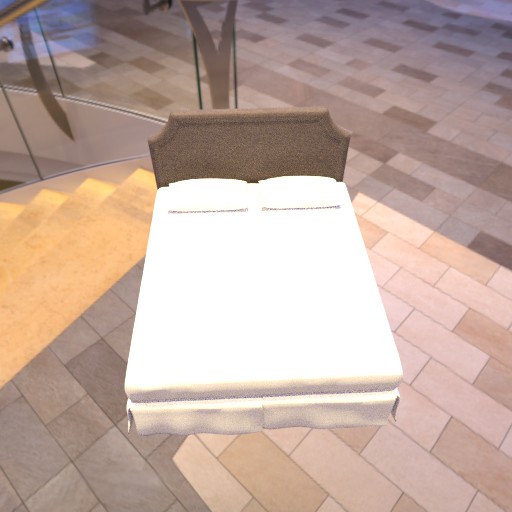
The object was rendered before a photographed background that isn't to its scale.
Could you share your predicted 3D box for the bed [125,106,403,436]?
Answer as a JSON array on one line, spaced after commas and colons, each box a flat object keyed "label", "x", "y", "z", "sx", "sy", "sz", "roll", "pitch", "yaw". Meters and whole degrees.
[{"label": "bed", "x": 0.000, "y": 0.000, "z": 4.231, "sx": 2.350, "sy": 1.590, "sz": 2.773, "roll": -2, "pitch": 46, "yaw": -2}]
